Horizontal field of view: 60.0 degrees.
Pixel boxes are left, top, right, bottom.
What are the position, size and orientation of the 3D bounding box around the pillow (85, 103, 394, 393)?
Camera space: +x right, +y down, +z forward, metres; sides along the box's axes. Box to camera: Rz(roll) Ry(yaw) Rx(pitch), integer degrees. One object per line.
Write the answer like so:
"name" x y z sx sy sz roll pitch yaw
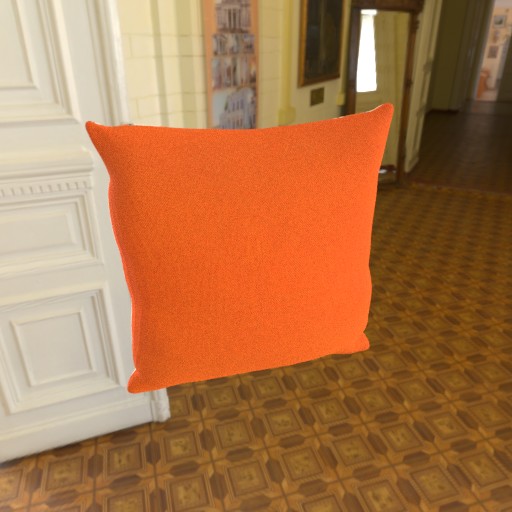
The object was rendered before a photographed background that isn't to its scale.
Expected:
"pillow" 0.000 0.000 0.691 0.440 0.441 0.182 -8 27 -15
